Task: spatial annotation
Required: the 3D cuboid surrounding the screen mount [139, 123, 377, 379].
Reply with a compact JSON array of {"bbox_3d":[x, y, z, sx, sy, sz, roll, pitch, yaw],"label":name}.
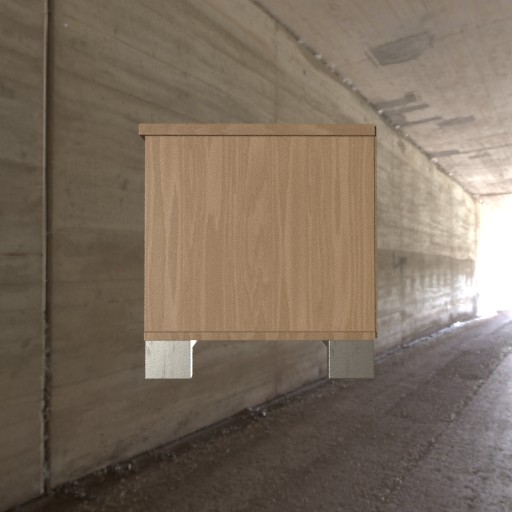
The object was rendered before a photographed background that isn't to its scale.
[{"bbox_3d":[0.000,0.000,1.290,0.406,0.432,1.084,0,-1,0],"label":"screen mount"}]
